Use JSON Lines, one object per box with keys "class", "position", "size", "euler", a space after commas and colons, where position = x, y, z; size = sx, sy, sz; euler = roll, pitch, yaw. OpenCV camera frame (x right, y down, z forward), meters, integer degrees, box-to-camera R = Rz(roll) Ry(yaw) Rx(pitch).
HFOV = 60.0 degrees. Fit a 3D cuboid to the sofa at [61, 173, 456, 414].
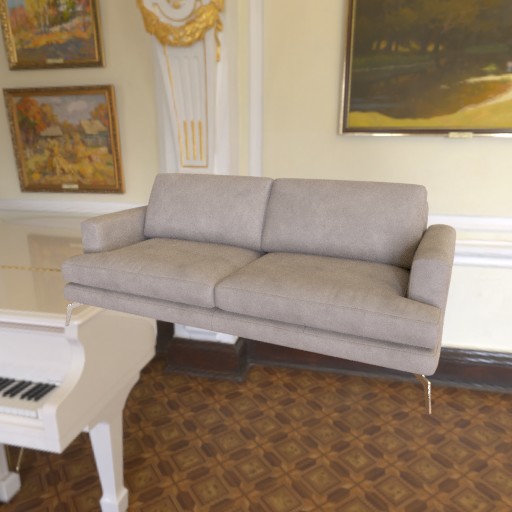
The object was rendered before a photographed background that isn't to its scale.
{"class": "sofa", "position": [0.000, 0.000, 2.482], "size": [2.013, 0.830, 0.980], "euler": [7, 17, 24]}
